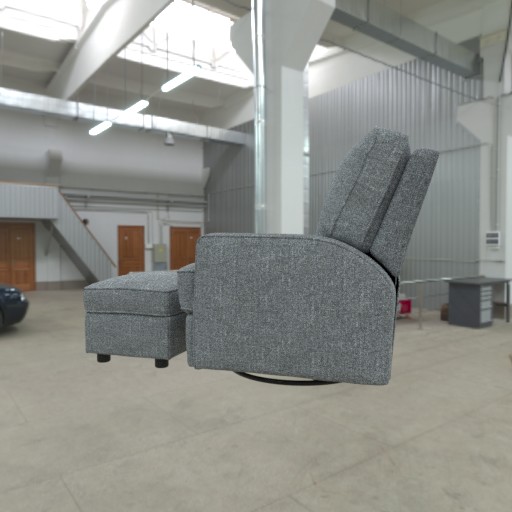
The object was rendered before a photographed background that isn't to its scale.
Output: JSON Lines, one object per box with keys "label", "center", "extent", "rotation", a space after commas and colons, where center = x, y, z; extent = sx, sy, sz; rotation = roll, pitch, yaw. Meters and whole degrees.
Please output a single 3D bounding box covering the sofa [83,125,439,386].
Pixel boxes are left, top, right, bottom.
{"label": "sofa", "center": [0.000, 0.000, 2.010], "extent": [1.472, 0.959, 0.861], "rotation": [0, 2, 17]}
